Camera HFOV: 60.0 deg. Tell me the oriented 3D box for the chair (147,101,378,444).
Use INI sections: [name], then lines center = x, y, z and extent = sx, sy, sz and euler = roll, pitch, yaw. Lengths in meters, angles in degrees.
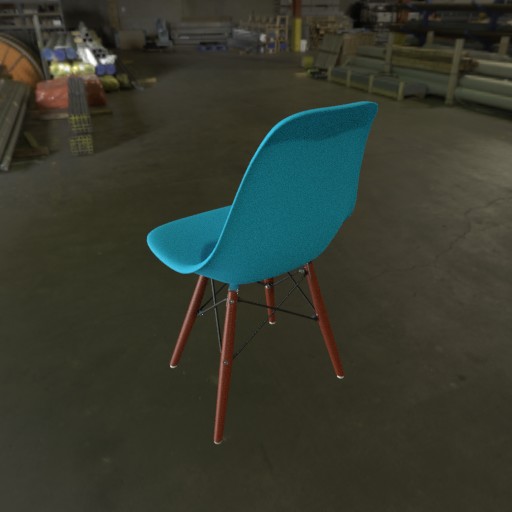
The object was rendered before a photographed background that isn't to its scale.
[chair]
center = 0.000, 0.000, 1.135
extent = 0.470, 0.826, 0.533
euler = -19, 35, -30
